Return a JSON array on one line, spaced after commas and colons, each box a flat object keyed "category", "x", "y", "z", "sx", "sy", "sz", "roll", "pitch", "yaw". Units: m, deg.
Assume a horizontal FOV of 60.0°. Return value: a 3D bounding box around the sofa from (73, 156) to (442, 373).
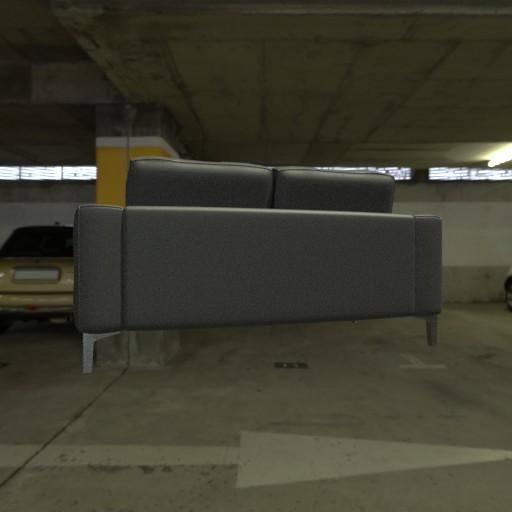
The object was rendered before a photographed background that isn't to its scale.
[{"category": "sofa", "x": 0.000, "y": 0.000, "z": 2.318, "sx": 1.726, "sy": 0.892, "sz": 0.833, "roll": 0, "pitch": 0, "yaw": -18}]
